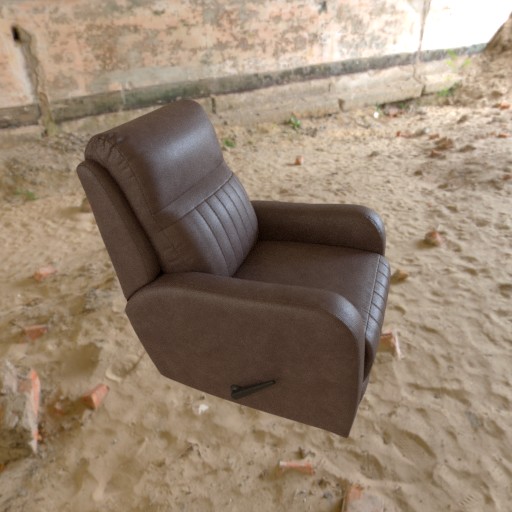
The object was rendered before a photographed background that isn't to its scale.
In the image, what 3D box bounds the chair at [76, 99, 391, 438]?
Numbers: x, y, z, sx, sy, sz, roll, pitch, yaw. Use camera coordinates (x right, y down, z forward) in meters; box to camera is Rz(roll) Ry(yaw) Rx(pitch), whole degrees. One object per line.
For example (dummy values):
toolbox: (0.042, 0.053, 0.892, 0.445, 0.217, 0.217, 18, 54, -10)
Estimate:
chair: (0.000, 0.000, 1.801, 1.067, 1.067, 0.865, 11, 33, 17)
